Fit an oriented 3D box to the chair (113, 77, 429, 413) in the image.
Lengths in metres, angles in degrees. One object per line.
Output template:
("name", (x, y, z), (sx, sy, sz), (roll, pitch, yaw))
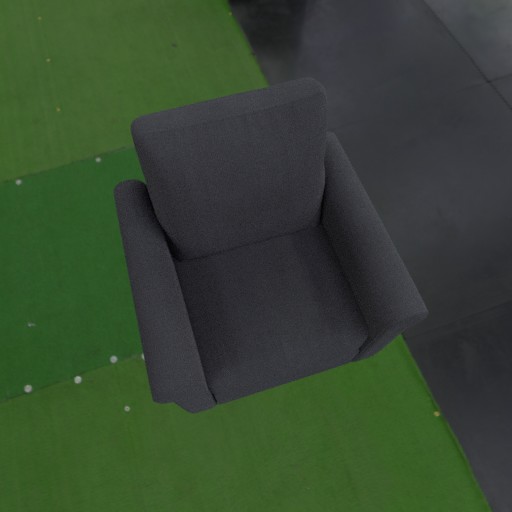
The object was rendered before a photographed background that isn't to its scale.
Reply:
("chair", (0.000, 0.000, 1.586), (0.867, 0.942, 0.828), (-16, 65, -7))
